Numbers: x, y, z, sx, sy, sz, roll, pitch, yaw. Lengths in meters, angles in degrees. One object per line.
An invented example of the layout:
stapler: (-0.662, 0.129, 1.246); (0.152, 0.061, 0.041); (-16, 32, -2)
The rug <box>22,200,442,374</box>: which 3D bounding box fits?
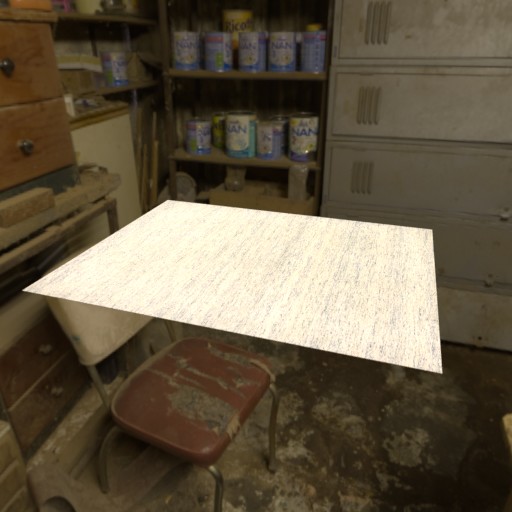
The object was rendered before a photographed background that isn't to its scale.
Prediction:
rug: (0.000, 0.000, 4.197); (3.197, 0.006, 2.438); (8, 27, 17)
